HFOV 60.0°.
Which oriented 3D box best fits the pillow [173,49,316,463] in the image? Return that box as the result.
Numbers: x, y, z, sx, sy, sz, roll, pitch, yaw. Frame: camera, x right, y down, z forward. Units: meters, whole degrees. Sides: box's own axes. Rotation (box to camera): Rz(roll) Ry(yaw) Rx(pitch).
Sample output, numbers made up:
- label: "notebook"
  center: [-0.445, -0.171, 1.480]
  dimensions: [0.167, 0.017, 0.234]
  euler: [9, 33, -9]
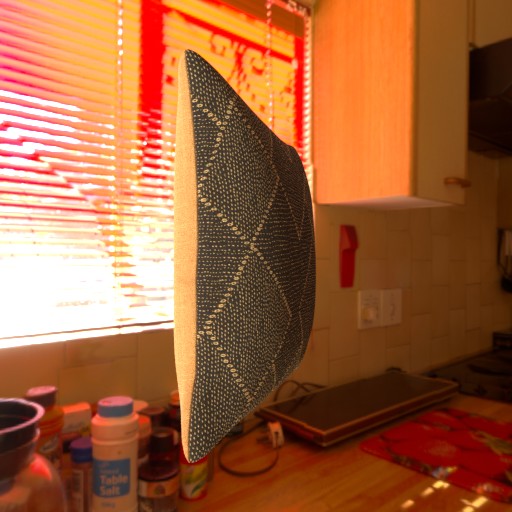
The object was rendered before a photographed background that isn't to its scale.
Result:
- label: "pillow"
  center: [0.000, 0.000, 0.660]
  dimensions: [0.148, 0.428, 0.435]
  euler: [0, -1, 19]
